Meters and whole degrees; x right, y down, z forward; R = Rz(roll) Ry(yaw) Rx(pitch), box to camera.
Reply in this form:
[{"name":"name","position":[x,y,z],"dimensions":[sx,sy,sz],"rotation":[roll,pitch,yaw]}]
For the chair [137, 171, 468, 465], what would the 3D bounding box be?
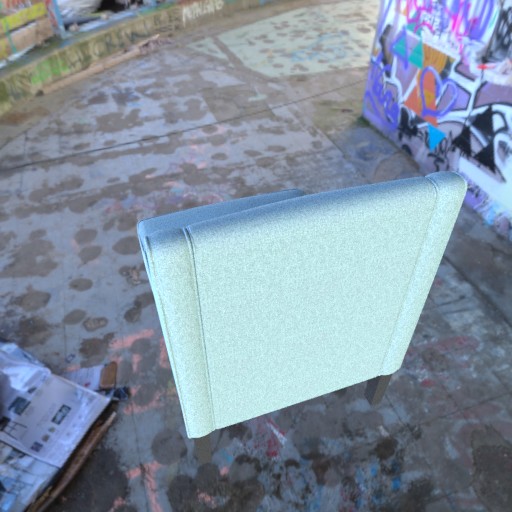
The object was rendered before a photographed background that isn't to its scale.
[{"name":"chair","position":[0.000,0.000,1.788],"dimensions":[0.857,1.133,1.025],"rotation":[-13,44,-14]}]
